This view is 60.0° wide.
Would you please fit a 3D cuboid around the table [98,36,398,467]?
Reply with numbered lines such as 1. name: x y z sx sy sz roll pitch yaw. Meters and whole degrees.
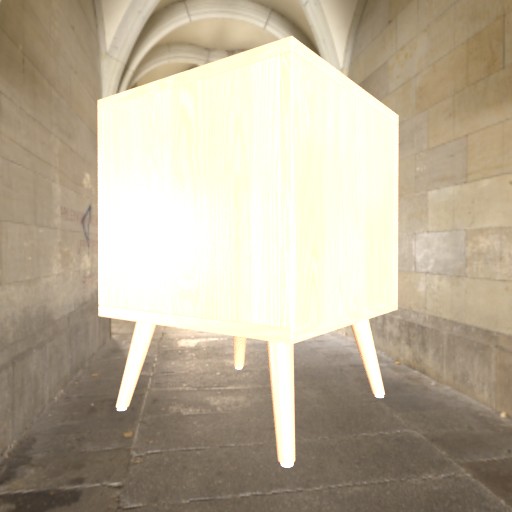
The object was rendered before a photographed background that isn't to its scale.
1. table: 0.000 0.000 0.828 0.400 0.550 0.400 1 1 36
